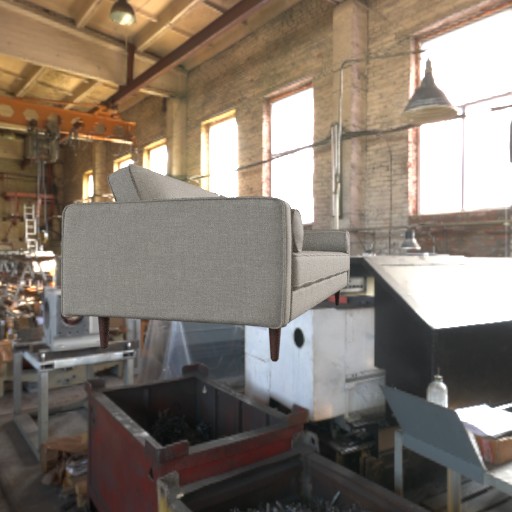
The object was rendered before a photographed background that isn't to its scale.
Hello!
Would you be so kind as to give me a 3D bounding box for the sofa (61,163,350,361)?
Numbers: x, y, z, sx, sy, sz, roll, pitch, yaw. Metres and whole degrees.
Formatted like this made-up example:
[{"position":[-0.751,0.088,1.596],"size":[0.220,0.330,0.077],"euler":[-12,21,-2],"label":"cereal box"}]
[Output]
[{"position":[0.000,0.000,2.615],"size":[0.914,0.762,2.211],"euler":[0,0,17],"label":"sofa"}]
